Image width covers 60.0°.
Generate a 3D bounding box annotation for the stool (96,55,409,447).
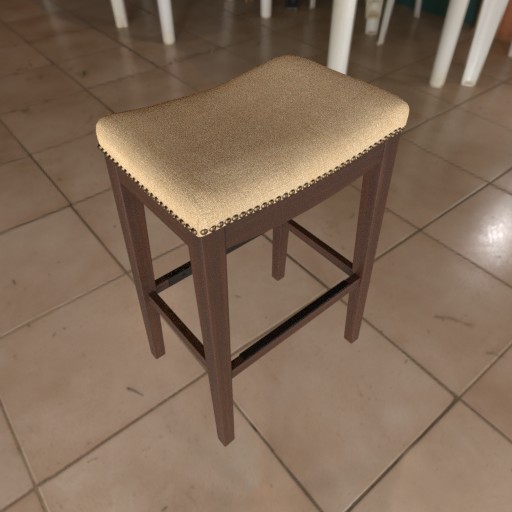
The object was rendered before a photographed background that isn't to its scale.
[{"bbox_3d":[0.000,0.000,1.063,0.509,0.768,0.363,-31,53,-27],"label":"stool"}]
